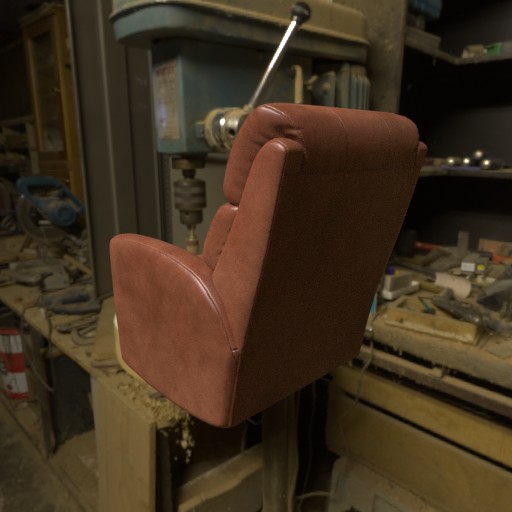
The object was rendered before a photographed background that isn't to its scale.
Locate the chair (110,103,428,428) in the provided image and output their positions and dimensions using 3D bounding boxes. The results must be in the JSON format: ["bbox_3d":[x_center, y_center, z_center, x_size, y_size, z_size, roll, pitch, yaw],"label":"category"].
[{"bbox_3d":[0.000,0.000,1.667,0.787,1.016,0.939,-13,19,-42],"label":"chair"}]
